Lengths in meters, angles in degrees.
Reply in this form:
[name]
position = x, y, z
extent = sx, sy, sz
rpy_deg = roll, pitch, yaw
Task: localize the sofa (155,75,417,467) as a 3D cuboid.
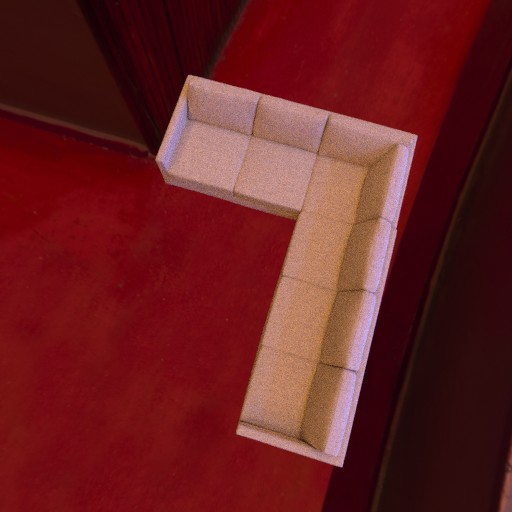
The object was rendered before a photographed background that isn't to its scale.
[sofa]
position = 0.000, 0.000, 4.337
extent = 2.432, 0.863, 3.182
rpy_deg = 16, 76, 4
